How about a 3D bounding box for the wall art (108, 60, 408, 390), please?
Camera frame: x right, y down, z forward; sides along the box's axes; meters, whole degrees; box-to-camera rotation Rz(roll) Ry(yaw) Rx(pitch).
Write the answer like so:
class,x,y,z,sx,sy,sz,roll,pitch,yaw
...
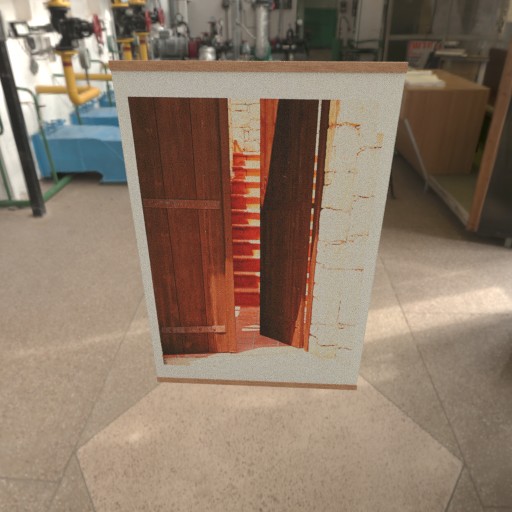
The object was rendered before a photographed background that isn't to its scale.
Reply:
class,x,y,z,sx,sy,sz,roll,pitch,yaw
wall art,0.000,0.000,1.884,1.019,1.527,0.019,2,30,3
